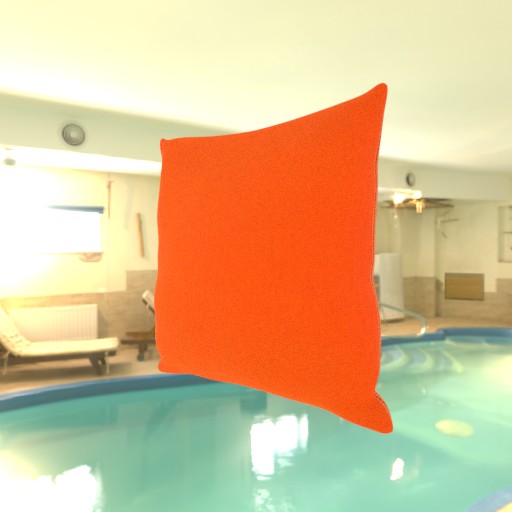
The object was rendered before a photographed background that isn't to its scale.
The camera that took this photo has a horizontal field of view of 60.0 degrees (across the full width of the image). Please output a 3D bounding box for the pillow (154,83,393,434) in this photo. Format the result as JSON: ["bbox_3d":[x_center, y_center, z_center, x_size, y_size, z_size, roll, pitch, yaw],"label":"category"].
[{"bbox_3d":[0.000,0.000,0.687,0.440,0.441,0.182,1,1,37],"label":"pillow"}]
